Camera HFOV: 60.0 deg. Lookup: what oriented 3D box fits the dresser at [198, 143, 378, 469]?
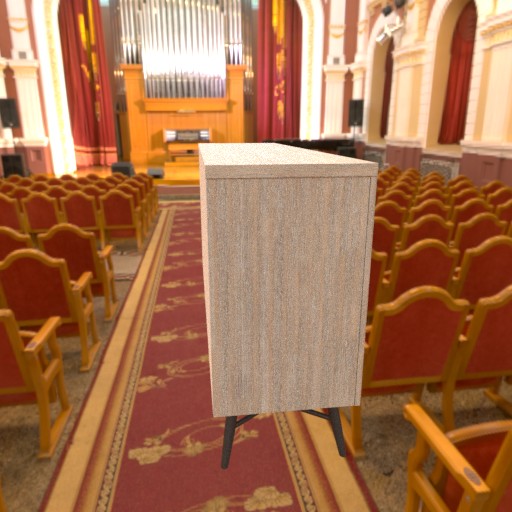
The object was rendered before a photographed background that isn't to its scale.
[{"bbox_3d":[0.000,0.000,1.955,0.457,0.914,1.524,-2,16,-7],"label":"dresser"}]
